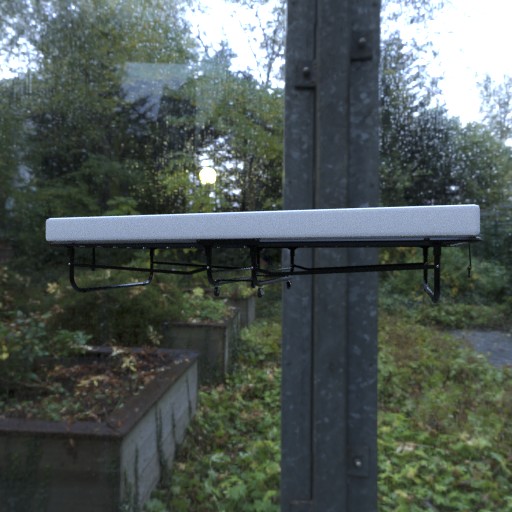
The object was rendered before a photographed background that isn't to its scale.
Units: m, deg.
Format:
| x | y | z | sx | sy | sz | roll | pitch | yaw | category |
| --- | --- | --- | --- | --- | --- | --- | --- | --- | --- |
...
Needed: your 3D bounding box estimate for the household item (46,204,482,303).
| x | y | z | sx | sy | sz | roll | pitch | yaw | category |
| --- | --- | --- | --- | --- | --- | --- | --- | --- | --- |
| 0.000 | 0.000 | 2.160 | 1.905 | 0.356 | 0.787 | 0 | 0 | 18 | household item |
